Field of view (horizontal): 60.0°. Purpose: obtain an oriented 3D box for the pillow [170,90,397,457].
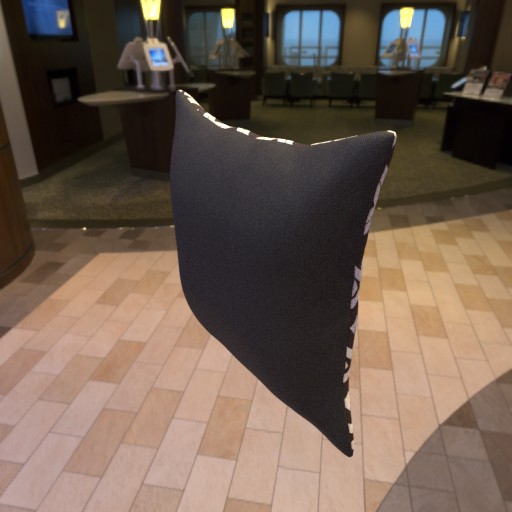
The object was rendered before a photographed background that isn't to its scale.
[{"bbox_3d":[0.000,0.000,0.757,0.188,0.494,0.504,-18,31,-32],"label":"pillow"}]
